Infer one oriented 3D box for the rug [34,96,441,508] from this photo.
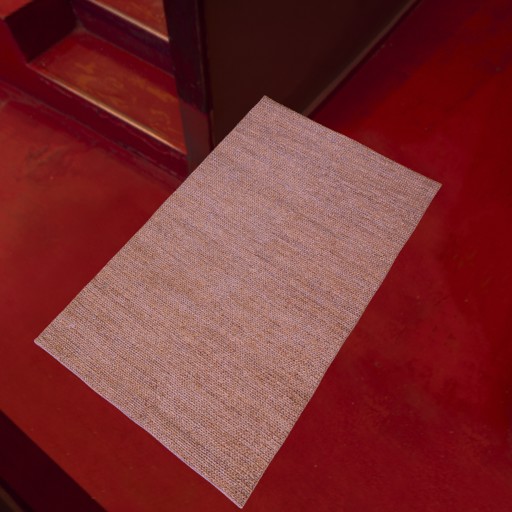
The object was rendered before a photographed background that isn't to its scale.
[{"bbox_3d":[0.000,0.000,2.887,1.521,0.034,2.438,32,67,15],"label":"rug"}]
